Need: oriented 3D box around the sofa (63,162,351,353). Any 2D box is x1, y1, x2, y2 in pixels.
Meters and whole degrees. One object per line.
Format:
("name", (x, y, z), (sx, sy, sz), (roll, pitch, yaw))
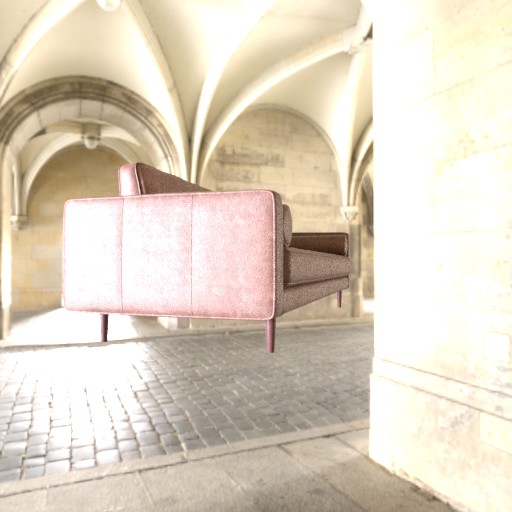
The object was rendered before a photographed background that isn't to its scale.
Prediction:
("sofa", (0.000, 0.000, 2.661), (0.914, 0.762, 2.210), (0, -1, 18))
